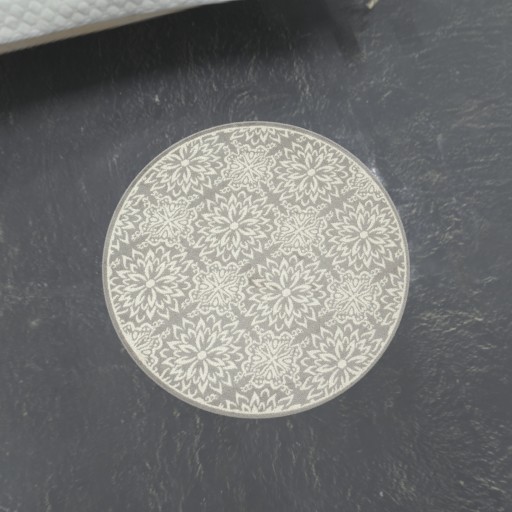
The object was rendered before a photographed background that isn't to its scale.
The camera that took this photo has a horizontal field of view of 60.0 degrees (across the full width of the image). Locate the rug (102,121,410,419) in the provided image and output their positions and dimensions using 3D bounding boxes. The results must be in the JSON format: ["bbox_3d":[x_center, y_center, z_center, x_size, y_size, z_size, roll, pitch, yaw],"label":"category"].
[{"bbox_3d":[0.000,0.000,2.302,1.593,0.012,1.593,0,74,0],"label":"rug"}]
